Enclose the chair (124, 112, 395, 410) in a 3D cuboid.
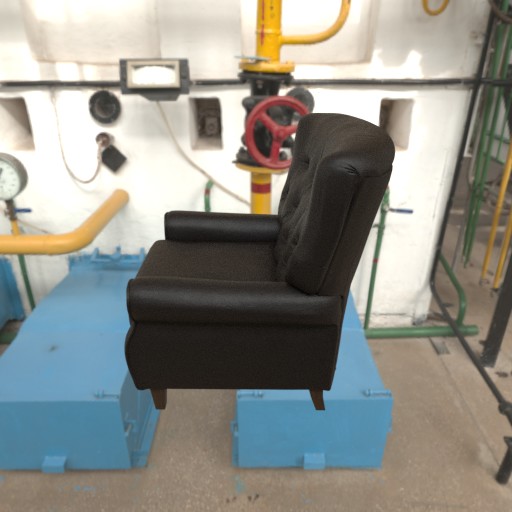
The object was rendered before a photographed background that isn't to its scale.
[{"bbox_3d":[0.000,0.000,1.967,1.058,1.158,0.948,0,26,0],"label":"chair"}]
